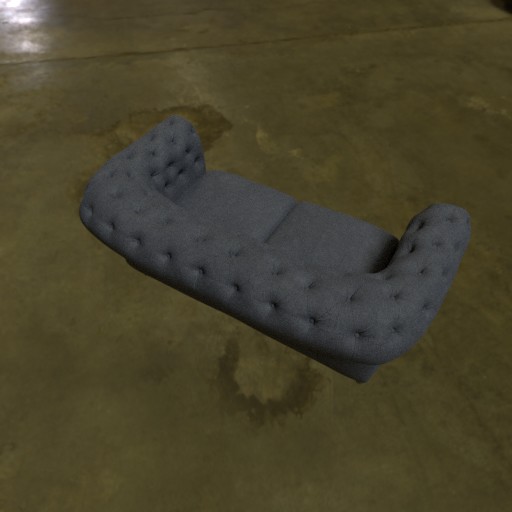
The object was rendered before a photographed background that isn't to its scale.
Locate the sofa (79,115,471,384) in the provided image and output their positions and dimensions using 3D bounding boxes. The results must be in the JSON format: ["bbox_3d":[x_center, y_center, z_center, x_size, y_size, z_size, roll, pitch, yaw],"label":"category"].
[{"bbox_3d":[0.000,0.000,2.520,1.988,0.833,1.082,24,50,21],"label":"sofa"}]
